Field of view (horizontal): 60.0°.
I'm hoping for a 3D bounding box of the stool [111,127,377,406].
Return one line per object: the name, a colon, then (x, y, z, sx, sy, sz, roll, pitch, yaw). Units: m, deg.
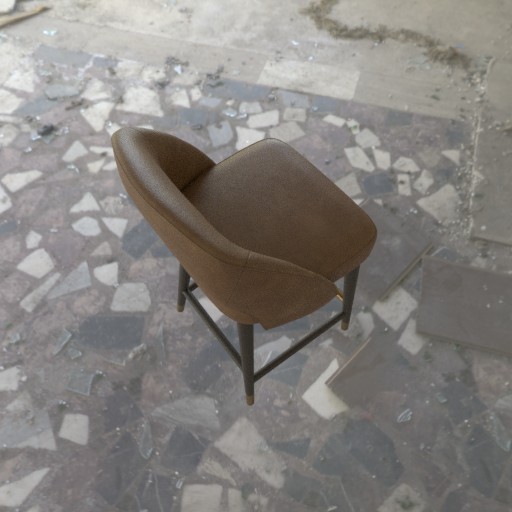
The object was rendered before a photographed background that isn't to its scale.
stool: (0.000, 0.000, 1.222, 0.509, 0.940, 0.494, -34, 65, -19)
